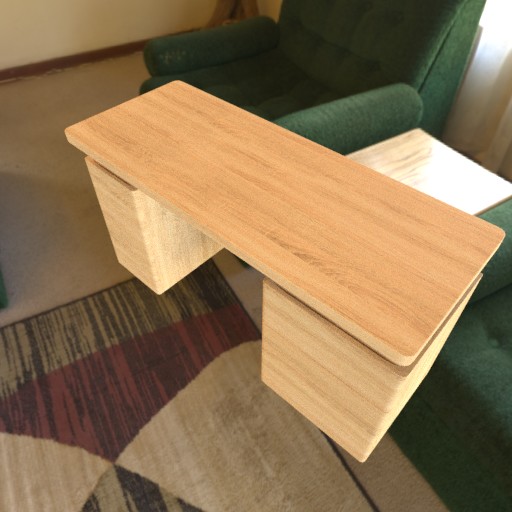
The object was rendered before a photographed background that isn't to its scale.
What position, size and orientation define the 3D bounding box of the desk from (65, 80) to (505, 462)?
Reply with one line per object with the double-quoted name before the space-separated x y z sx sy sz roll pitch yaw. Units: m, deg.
"desk" 0.000 0.000 1.692 1.400 0.760 0.550 33 55 28
